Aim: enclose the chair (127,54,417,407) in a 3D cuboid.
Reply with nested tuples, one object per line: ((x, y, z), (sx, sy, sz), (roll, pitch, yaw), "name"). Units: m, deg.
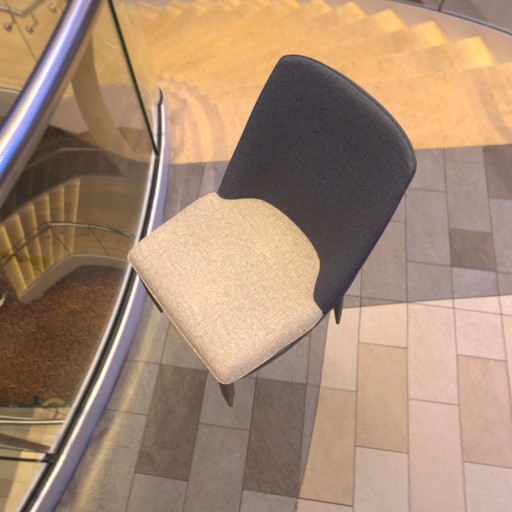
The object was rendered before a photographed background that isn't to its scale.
((0.000, 0.000, 1.174), (0.551, 0.839, 0.480), (-35, 69, -16), "chair")
